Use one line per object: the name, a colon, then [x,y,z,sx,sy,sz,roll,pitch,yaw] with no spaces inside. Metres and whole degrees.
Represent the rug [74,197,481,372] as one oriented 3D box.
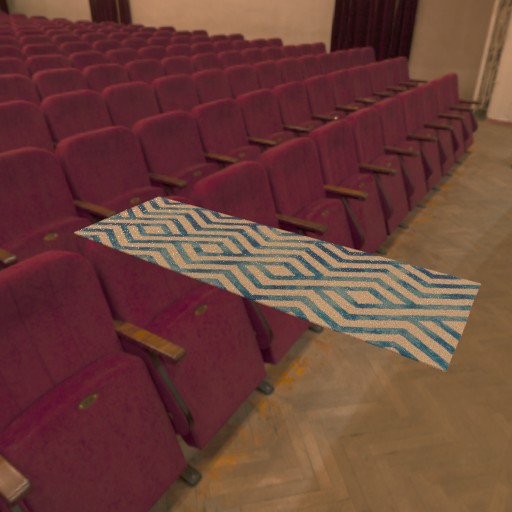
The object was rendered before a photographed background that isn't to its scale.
rug: [0.000,0.000,1.672,1.492,0.007,0.503,17,33,29]
